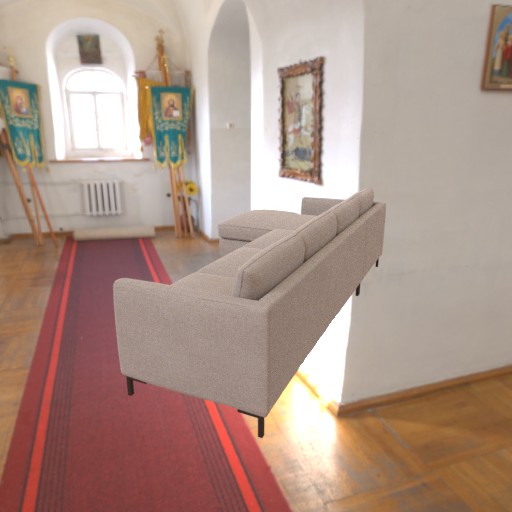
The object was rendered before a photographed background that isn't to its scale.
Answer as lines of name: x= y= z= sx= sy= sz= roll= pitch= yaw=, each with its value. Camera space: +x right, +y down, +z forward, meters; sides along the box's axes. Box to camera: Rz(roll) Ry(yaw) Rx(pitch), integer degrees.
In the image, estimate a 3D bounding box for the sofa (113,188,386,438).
sofa: x=0.000 y=0.000 z=3.459 sx=1.469 sy=0.816 sz=2.923 roll=8 pitch=19 yaw=24
